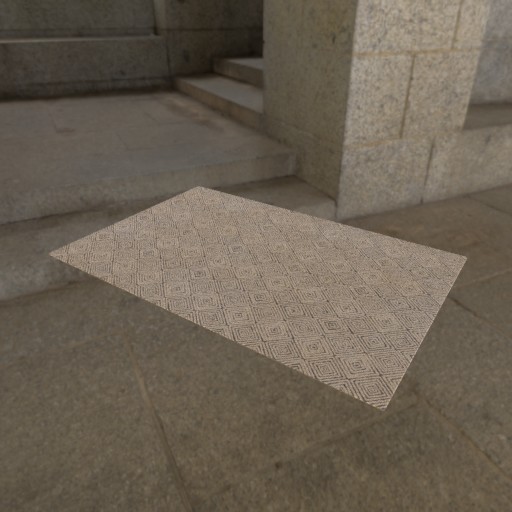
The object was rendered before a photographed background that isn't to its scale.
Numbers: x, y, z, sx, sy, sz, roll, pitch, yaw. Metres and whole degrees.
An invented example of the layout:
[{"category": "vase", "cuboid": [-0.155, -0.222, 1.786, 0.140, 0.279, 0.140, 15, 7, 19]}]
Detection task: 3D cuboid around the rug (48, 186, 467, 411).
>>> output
[{"category": "rug", "cuboid": [0.000, 0.000, 2.256, 1.783, 0.008, 1.175, 19, 35, 29]}]
